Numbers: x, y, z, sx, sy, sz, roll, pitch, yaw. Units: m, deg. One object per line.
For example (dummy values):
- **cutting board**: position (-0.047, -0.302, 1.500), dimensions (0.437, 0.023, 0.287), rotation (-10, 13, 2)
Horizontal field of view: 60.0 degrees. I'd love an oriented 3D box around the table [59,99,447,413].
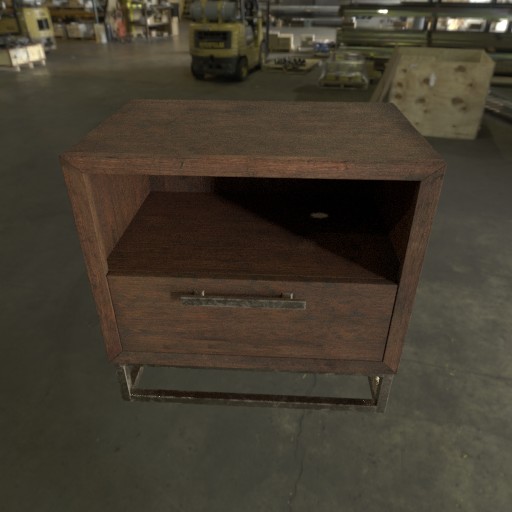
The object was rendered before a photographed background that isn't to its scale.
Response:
- **table**: position (0.000, 0.000, 1.273), dimensions (0.767, 0.746, 0.542), rotation (2, 32, 3)
